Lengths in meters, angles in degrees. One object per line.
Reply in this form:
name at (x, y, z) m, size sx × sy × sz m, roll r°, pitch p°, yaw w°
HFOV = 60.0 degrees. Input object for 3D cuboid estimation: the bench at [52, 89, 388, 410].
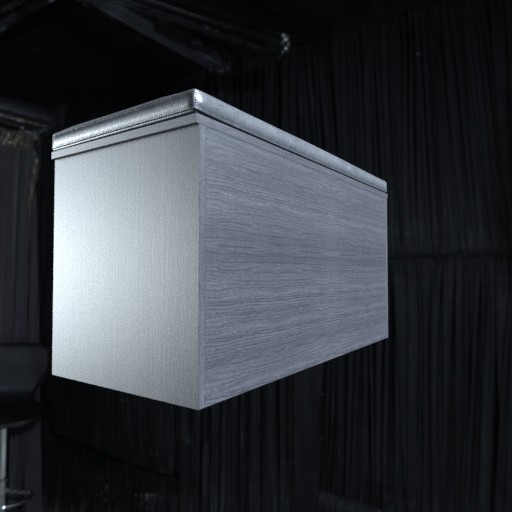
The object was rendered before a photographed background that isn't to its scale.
bench at (0.000, 0.000, 1.161) m, size 0.401 × 0.501 × 0.905 m, roll -1°, pitch -2°, yaw 35°
